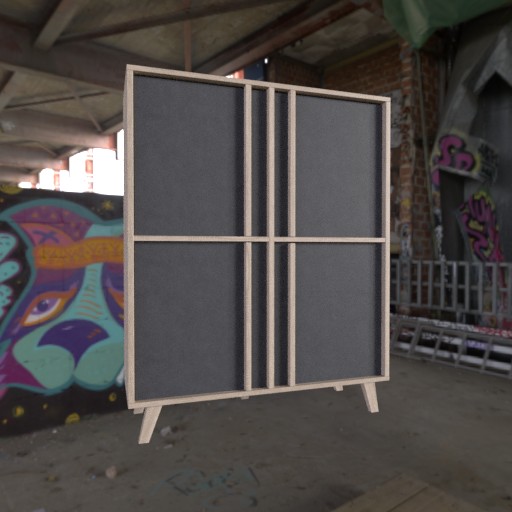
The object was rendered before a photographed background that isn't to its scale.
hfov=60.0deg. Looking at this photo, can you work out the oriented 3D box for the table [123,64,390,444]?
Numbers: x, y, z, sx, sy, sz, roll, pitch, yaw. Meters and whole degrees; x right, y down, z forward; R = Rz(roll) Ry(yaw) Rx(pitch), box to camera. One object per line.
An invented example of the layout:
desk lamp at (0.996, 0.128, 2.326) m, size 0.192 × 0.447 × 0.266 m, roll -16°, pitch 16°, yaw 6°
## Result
table at (0.000, 0.000, 1.965) m, size 1.111 × 1.388 × 0.398 m, roll 0°, pitch 1°, yaw -18°
